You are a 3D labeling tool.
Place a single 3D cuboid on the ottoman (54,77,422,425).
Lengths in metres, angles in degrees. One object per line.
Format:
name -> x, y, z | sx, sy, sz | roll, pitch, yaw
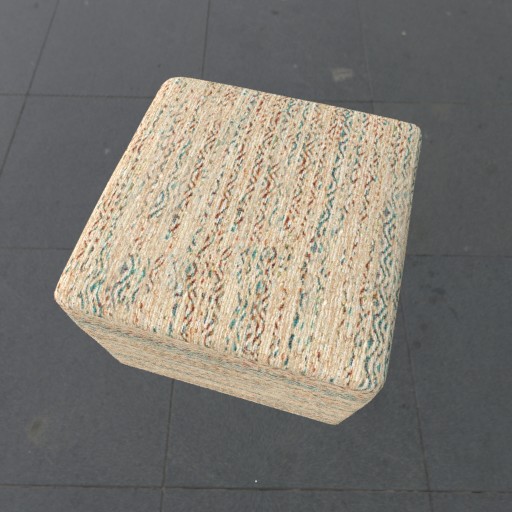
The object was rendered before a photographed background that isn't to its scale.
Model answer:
ottoman -> 0.000, 0.000, 0.915 | 0.521, 0.453, 0.512 | 14, 64, 7
